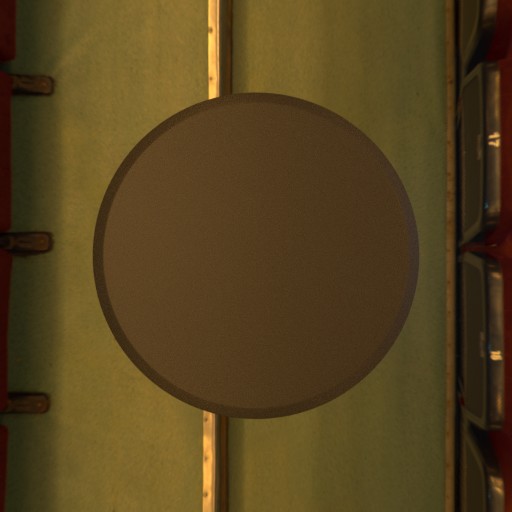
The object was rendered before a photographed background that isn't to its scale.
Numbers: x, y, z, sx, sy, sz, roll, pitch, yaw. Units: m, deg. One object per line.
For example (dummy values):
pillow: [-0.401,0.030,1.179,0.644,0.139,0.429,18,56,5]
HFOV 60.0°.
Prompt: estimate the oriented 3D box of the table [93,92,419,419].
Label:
table: [0.000,0.000,1.410,0.900,0.400,0.900,0,88,0]
